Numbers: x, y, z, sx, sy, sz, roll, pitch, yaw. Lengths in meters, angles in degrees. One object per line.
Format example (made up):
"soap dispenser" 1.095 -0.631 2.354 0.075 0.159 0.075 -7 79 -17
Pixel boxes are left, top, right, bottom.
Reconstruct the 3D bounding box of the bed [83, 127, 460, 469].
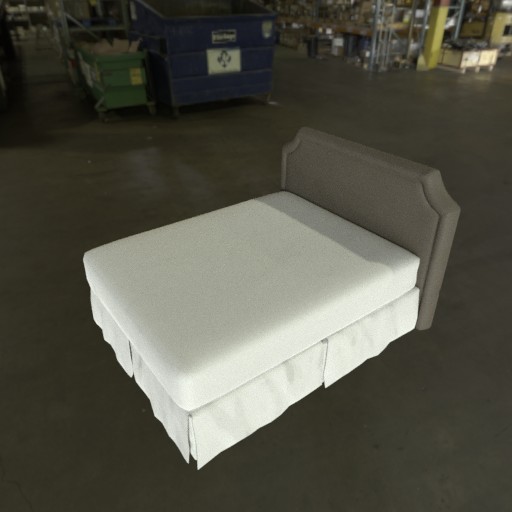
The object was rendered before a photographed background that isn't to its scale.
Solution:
"bed" 0.000 0.000 3.314 2.181 1.297 1.831 -21 37 -31
